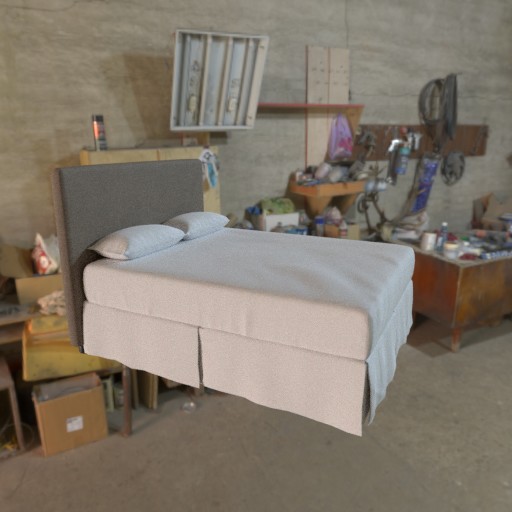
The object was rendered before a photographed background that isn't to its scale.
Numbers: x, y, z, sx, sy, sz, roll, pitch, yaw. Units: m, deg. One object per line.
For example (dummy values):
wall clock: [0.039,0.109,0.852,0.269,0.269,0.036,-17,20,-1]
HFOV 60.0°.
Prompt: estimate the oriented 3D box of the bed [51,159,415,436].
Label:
bed: [0.000,0.000,3.276,2.142,1.330,1.723,7,16,26]
